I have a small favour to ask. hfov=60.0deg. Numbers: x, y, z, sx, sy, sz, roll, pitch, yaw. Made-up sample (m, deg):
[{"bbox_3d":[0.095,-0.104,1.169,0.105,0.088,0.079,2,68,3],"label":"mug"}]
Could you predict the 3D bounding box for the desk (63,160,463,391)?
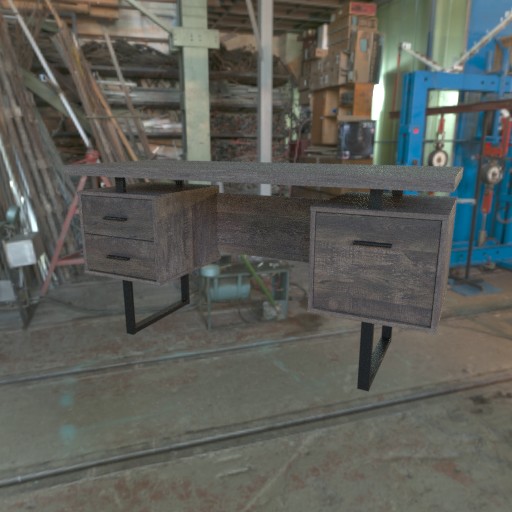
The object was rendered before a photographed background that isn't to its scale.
[{"bbox_3d":[0.000,0.000,1.906,1.524,0.760,0.600,7,16,25],"label":"desk"}]
